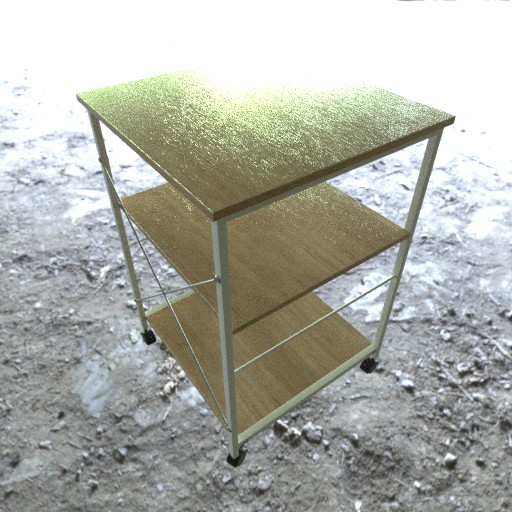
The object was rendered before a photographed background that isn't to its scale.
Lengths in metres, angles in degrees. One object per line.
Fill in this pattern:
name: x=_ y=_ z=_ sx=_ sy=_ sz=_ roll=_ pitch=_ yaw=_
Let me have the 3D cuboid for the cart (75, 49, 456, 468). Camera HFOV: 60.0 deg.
cart: x=0.000 y=0.000 z=1.093 sx=0.520 sy=0.762 sz=0.521 roll=-25 pitch=46 yaw=-27
